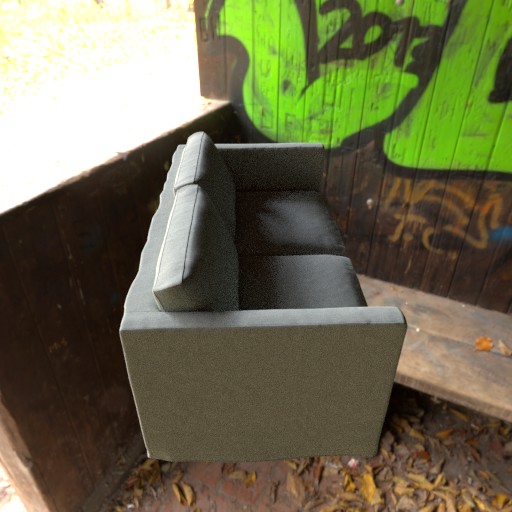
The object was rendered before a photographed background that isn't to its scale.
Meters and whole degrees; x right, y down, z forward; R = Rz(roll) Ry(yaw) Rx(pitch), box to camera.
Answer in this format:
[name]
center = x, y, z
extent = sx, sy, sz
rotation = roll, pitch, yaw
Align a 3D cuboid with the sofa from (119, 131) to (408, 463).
[sofa]
center = 0.000, 0.000, 2.251
extent = 0.944, 0.830, 1.727
rotation = -1, 34, -2
